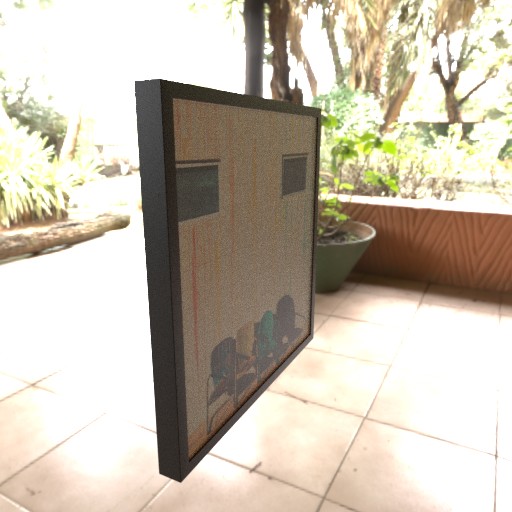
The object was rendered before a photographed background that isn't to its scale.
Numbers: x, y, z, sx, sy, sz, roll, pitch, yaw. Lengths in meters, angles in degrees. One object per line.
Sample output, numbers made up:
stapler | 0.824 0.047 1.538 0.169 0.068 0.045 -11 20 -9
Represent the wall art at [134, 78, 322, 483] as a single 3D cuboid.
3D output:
wall art | 0.000 0.000 0.754 0.037 0.506 0.506 7 16 27
